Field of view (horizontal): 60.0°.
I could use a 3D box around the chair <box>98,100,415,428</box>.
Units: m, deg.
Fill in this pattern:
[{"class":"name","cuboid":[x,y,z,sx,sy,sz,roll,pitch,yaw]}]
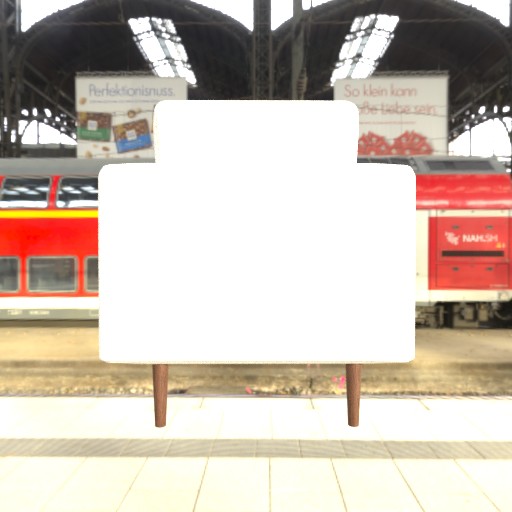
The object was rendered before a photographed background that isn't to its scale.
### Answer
[{"class":"chair","cuboid":[0.000,0.000,1.564,0.831,0.899,0.879,0,1,0]}]
